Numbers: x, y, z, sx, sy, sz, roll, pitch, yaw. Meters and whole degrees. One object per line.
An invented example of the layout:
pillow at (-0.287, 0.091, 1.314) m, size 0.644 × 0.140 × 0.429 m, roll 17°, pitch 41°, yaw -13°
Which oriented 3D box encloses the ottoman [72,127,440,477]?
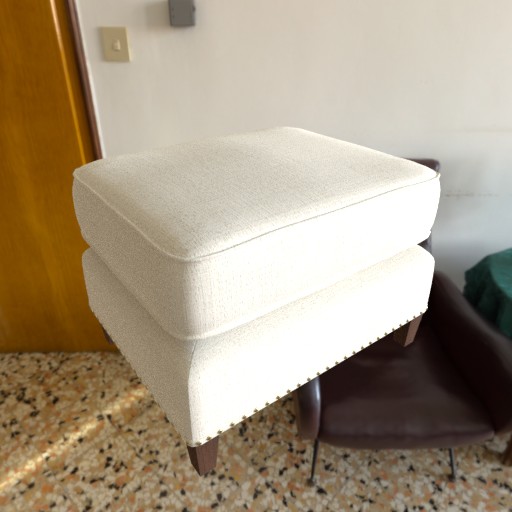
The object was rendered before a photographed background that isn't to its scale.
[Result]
ottoman at (0.000, 0.000, 1.130) m, size 0.738 × 0.537 × 0.589 m, roll -20°, pitch 35°, yaw -31°
